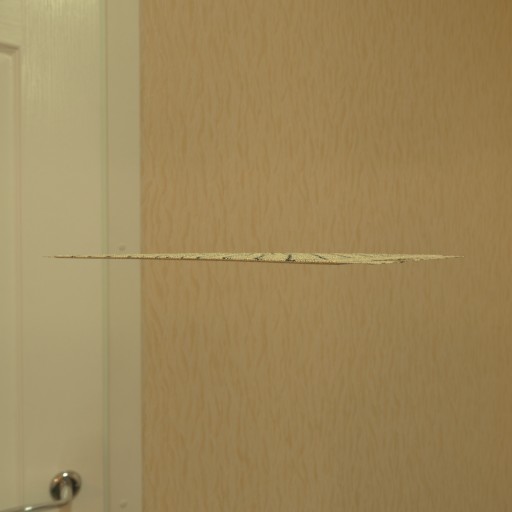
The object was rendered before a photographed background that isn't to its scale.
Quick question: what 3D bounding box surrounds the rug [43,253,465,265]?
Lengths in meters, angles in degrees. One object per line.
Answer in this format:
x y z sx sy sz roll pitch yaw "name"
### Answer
0.000 0.000 4.170 3.213 0.030 2.388 1 1 35 "rug"
